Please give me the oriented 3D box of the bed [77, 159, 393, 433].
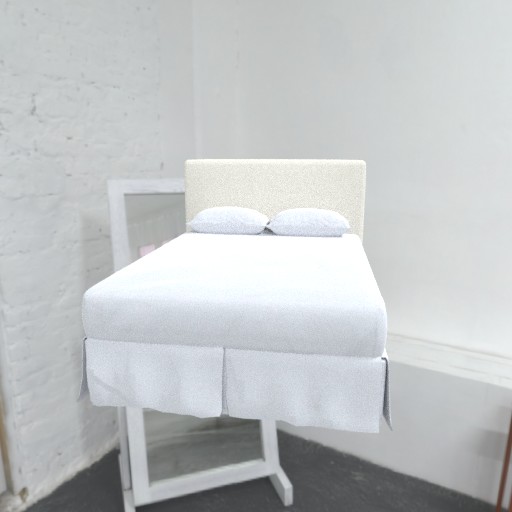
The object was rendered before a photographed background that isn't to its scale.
[{"bbox_3d":[0.000,0.000,3.196,1.713,1.330,2.142,2,13,9],"label":"bed"}]
